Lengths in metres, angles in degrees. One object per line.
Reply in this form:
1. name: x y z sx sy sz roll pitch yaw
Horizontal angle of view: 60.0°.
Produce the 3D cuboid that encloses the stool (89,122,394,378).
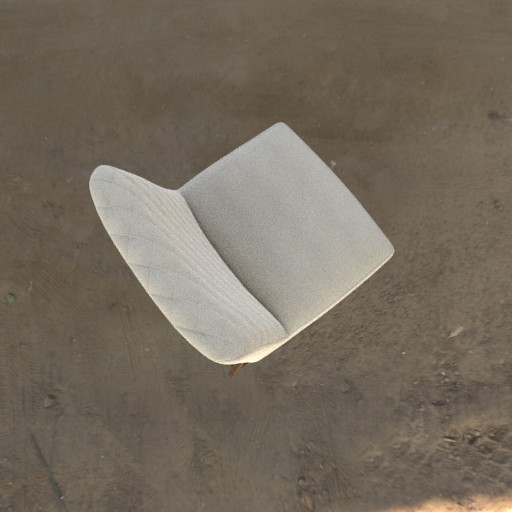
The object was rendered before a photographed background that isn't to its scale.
1. stool: 0.000 0.000 1.305 0.576 0.973 0.507 -36 78 -9
